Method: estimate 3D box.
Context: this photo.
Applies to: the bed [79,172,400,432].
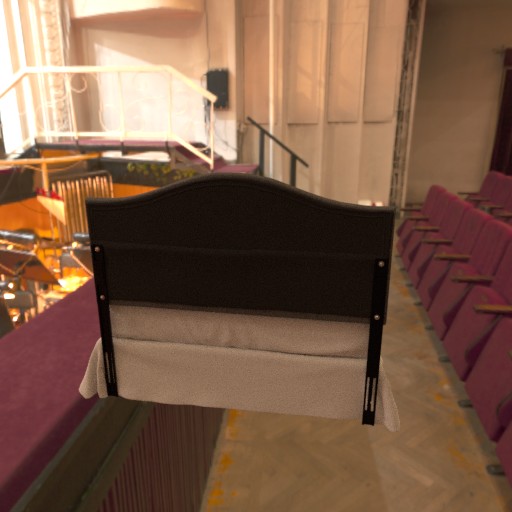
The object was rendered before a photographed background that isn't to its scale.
[{"bbox_3d":[0.000,0.000,3.881,2.314,1.651,2.219,3,17,10],"label":"bed"}]
